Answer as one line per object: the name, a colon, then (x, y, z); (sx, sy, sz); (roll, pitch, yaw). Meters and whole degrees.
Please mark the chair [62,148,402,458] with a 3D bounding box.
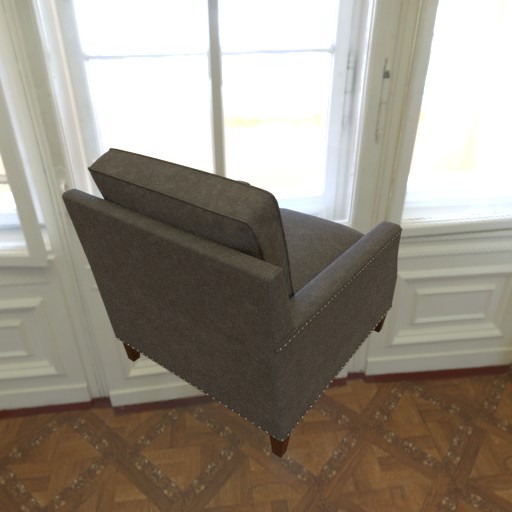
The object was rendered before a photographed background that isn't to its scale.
chair: (0.000, 0.000, 1.744); (0.853, 0.948, 1.014); (21, 36, 31)
